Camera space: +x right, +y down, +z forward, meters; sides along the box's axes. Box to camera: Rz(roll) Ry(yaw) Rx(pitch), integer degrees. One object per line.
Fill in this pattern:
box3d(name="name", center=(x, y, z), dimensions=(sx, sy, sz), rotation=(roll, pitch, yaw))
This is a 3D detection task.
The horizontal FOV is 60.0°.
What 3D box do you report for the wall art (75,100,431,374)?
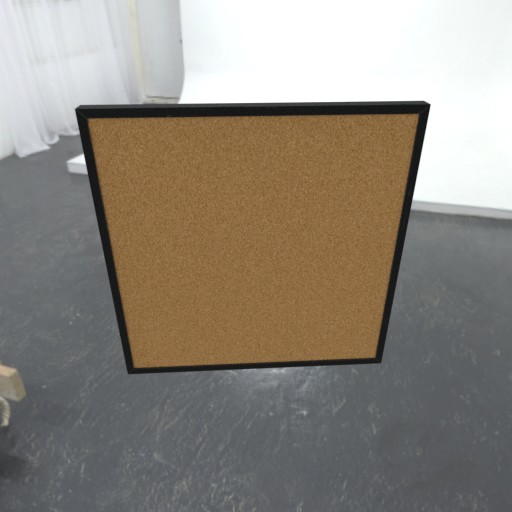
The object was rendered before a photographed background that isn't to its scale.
box3d(name="wall art", center=(0.000, 0.000, 1.153), dimensions=(0.761, 0.761, 0.037), rotation=(-2, 30, -3))
